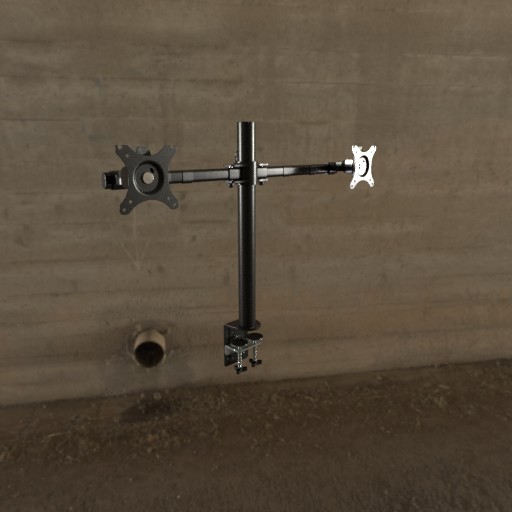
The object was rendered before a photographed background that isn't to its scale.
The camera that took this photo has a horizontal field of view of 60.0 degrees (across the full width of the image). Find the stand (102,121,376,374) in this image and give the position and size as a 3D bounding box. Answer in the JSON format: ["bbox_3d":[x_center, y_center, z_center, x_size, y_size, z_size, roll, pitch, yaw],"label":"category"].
[{"bbox_3d":[0.000,0.000,1.037,0.743,0.603,0.150,-13,19,-43],"label":"stand"}]
